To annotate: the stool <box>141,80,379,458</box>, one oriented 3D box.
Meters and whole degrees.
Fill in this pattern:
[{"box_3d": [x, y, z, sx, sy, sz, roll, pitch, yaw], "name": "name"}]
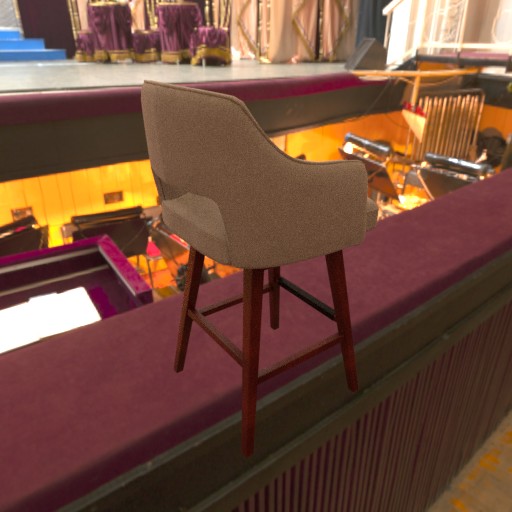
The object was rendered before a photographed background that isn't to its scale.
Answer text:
[{"box_3d": [0.000, 0.000, 1.348, 0.558, 1.012, 0.548, -18, 32, -32], "name": "stool"}]
